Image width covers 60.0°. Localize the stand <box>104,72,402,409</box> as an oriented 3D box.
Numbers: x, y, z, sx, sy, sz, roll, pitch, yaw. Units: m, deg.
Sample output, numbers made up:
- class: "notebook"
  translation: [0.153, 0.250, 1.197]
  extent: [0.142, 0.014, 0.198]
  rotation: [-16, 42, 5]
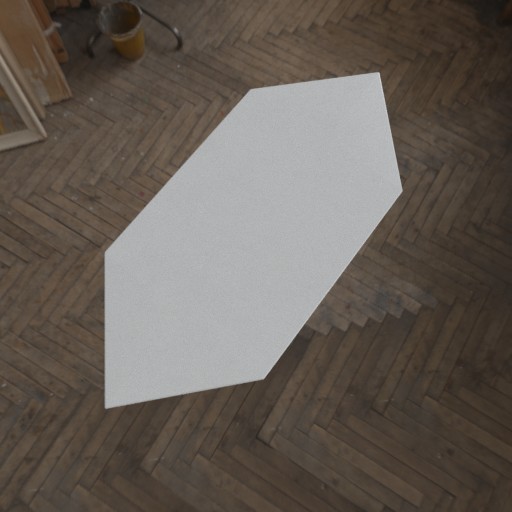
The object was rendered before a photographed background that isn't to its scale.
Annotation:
- class: "stand"
  translation: [0.000, 0.000, 1.363]
  extent: [0.477, 0.614, 1.072]
  rotation: [37, 78, 9]
